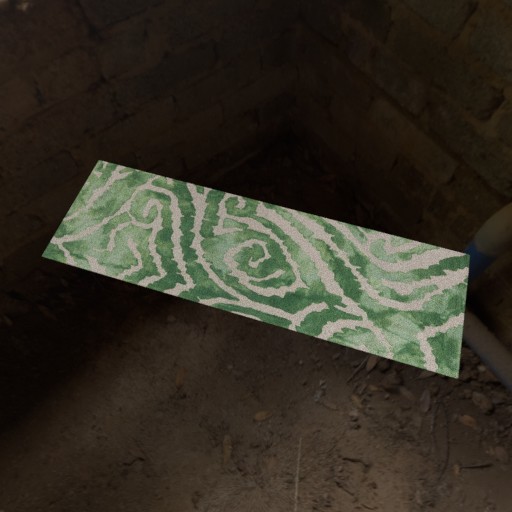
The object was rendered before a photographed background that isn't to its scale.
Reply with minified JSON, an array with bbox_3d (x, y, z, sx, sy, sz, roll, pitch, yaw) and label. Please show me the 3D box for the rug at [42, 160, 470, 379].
[{"bbox_3d":[0.000,0.000,2.643,2.438,0.006,0.761,15,64,8],"label":"rug"}]
